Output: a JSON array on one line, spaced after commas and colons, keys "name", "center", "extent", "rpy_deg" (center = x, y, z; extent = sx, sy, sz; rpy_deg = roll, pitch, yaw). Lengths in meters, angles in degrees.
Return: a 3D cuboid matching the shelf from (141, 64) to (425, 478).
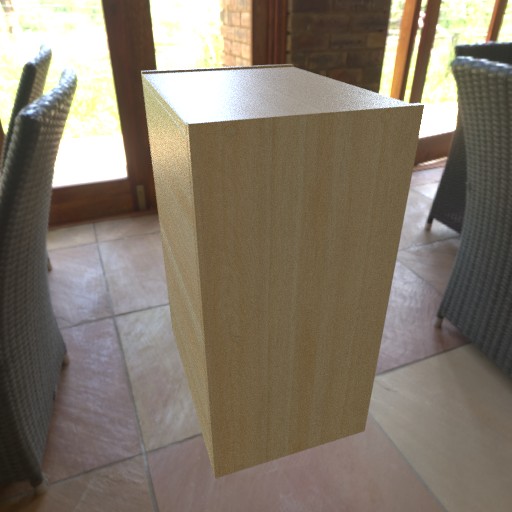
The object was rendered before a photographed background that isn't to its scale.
[{"name": "shelf", "center": [0.000, 0.000, 0.810], "extent": [0.290, 0.592, 0.414], "rpy_deg": [-10, 32, -17]}]
